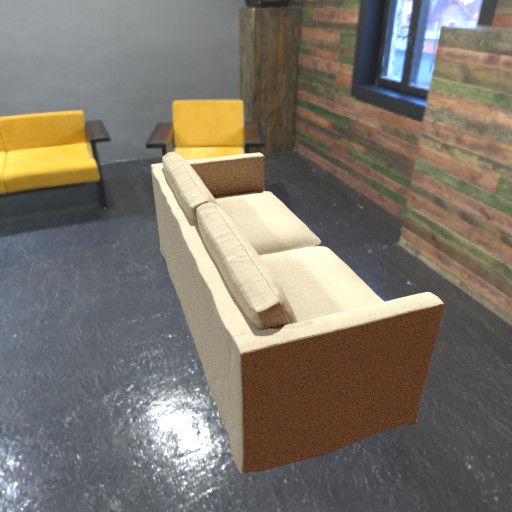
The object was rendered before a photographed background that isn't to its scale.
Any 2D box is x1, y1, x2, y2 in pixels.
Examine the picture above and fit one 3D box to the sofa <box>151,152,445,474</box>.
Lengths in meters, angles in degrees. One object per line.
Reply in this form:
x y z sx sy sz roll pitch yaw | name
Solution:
0.000 0.000 2.810 0.962 0.853 2.312 -10 32 -17 | sofa
